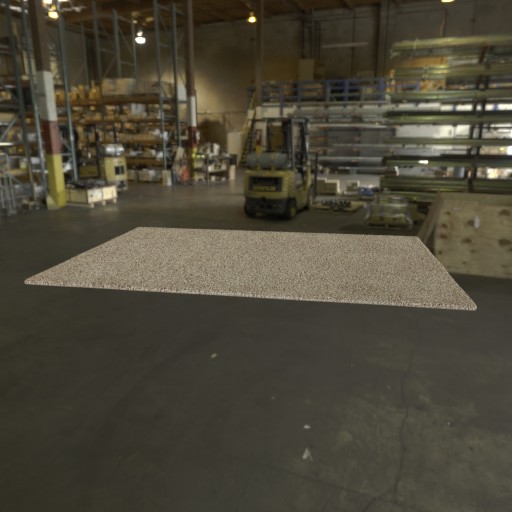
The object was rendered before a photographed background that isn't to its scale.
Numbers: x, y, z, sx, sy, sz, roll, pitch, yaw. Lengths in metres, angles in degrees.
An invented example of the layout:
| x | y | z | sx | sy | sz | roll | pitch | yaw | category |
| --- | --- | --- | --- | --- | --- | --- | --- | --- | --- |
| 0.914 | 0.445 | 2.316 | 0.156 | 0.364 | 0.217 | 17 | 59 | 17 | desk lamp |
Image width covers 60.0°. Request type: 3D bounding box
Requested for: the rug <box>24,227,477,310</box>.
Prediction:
| x | y | z | sx | sy | sz | roll | pitch | yaw | category |
| --- | --- | --- | --- | --- | --- | --- | --- | --- | --- |
| 0.000 | 0.000 | 3.474 | 2.743 | 0.030 | 1.778 | 2 | 15 | 9 | rug |
